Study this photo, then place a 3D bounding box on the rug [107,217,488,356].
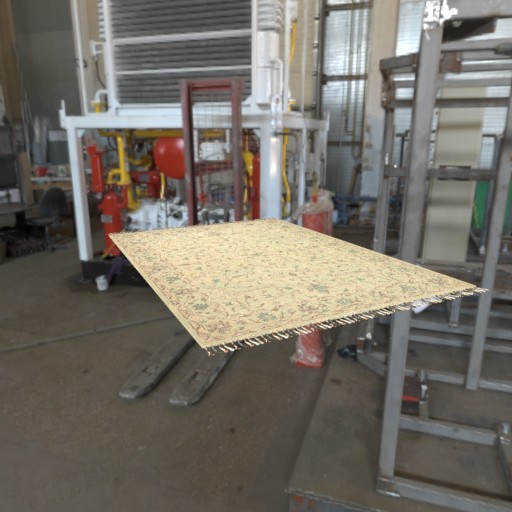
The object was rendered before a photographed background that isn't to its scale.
[{"bbox_3d":[0.000,0.000,2.321,1.247,0.008,1.802,-8,17,-26],"label":"rug"}]
